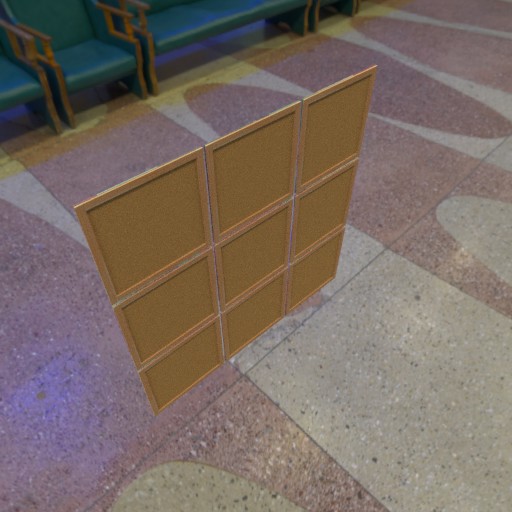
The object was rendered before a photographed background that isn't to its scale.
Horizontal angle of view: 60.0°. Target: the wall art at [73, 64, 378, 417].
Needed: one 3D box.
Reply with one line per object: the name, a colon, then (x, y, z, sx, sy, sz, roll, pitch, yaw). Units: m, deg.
wall art: (0.000, 0.000, 2.272, 1.521, 1.519, 0.013, -33, 55, -27)
